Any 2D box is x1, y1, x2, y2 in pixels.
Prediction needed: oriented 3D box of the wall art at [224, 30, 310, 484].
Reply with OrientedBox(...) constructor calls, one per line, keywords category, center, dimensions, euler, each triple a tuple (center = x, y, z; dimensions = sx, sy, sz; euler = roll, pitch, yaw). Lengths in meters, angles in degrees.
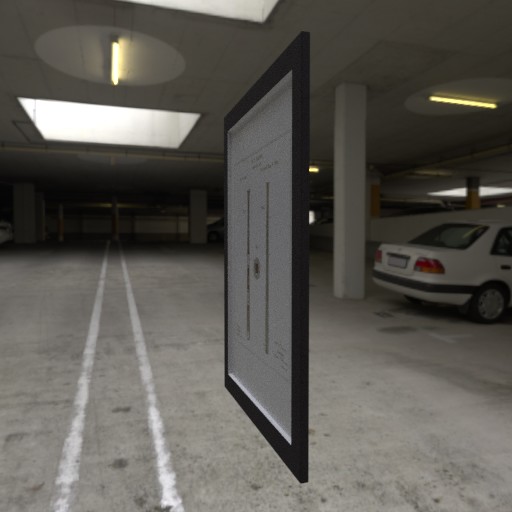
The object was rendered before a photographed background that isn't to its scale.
OrientedBox(category="wall art", center=(0.000, 0.000, 0.695), dimensions=(0.012, 0.529, 0.374), euler=(-1, 2, -18))
